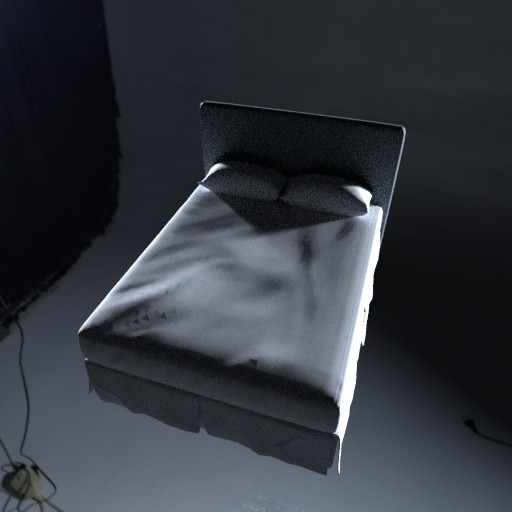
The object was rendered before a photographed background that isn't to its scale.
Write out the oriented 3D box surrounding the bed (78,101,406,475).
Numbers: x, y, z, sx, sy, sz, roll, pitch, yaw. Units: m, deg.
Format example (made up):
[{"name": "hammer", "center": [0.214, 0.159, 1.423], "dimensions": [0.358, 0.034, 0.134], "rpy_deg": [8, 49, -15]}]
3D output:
[{"name": "bed", "center": [0.000, 0.000, 3.147], "dimensions": [1.713, 1.330, 2.142], "rpy_deg": [12, 41, 14]}]
